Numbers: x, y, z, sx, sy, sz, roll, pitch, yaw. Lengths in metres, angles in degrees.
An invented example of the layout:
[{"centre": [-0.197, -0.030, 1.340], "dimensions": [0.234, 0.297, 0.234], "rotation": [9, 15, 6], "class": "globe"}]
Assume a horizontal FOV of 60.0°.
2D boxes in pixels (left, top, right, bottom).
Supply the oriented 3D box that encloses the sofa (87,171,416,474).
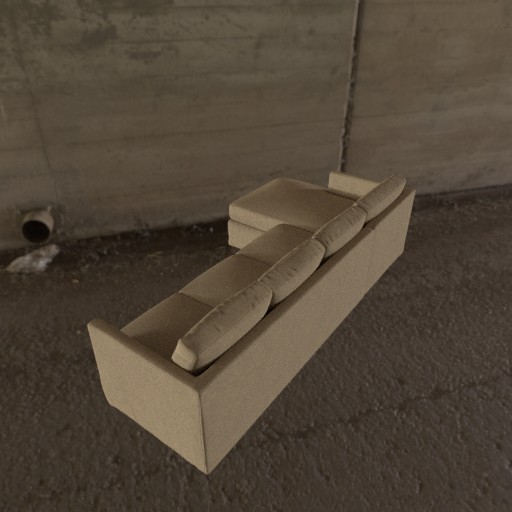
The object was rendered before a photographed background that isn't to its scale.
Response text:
[{"centre": [0.000, 0.000, 3.860], "dimensions": [1.638, 0.920, 3.198], "rotation": [21, 38, 30], "class": "sofa"}]
